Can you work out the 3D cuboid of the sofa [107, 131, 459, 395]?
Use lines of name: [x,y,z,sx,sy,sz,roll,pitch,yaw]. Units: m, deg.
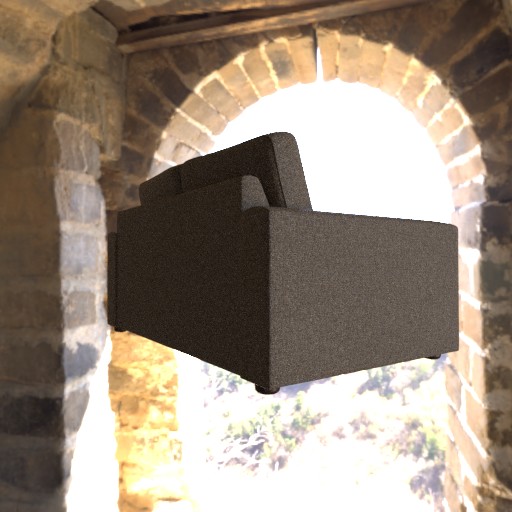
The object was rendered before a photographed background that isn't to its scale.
sofa: [0.000,0.000,2.223,1.016,0.873,1.616,0,-1,-35]
